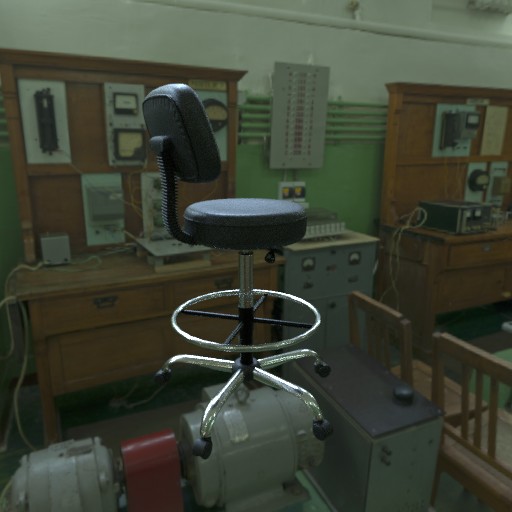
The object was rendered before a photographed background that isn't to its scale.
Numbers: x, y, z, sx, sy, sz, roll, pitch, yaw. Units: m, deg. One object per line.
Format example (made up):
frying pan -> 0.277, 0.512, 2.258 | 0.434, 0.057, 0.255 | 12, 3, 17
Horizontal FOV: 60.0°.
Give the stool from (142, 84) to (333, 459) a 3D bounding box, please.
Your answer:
stool -> 0.000, 0.000, 1.519 | 0.658, 1.069, 0.694 | -7, 16, -26
